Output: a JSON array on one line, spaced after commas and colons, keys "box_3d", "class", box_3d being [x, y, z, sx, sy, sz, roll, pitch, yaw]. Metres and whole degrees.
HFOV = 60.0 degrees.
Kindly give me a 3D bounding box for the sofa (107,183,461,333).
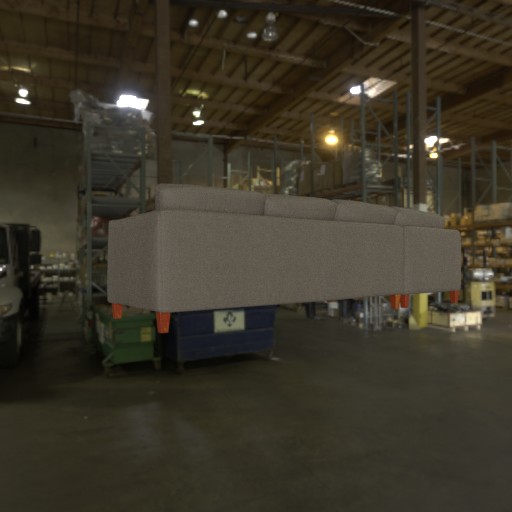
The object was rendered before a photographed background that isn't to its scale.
[{"box_3d": [0.000, 0.000, 4.529, 3.302, 0.947, 2.593, 0, -1, -36], "class": "sofa"}]
